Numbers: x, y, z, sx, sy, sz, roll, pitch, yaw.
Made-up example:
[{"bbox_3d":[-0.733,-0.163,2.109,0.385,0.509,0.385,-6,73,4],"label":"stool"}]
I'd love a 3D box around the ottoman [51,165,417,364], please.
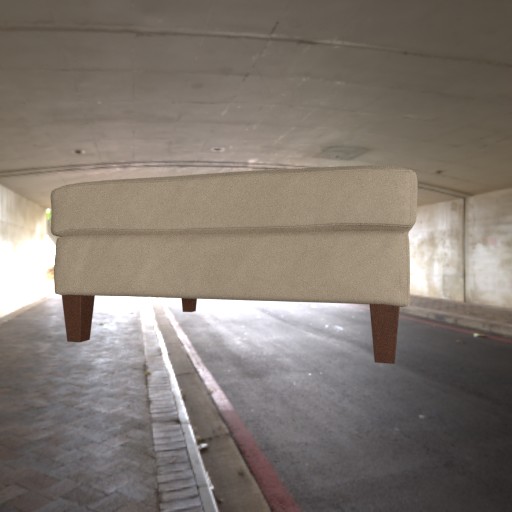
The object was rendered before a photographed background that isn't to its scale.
[{"bbox_3d":[0.000,0.000,1.503,1.002,0.492,0.836,0,0,17],"label":"ottoman"}]
